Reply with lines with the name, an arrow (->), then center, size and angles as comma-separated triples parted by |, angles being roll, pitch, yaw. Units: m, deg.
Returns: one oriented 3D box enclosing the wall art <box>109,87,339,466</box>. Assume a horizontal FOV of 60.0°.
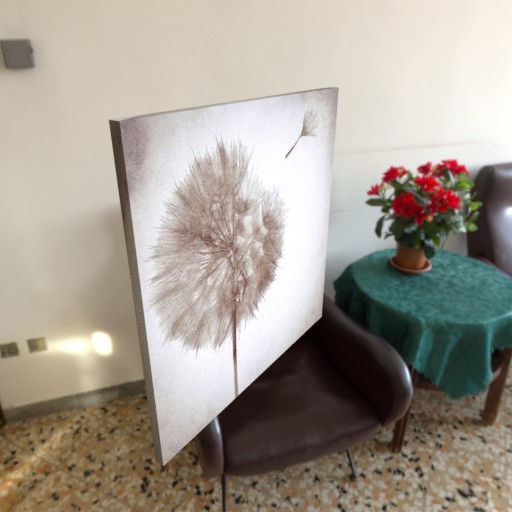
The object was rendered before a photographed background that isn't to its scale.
wall art -> 0.000, 0.000, 1.135 | 0.027, 0.762, 0.762 | 17, 30, 32
